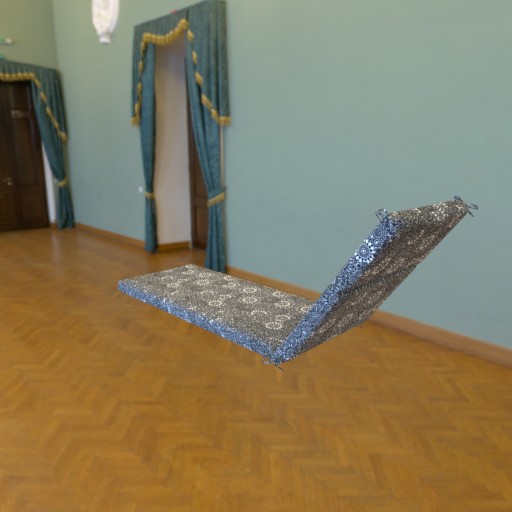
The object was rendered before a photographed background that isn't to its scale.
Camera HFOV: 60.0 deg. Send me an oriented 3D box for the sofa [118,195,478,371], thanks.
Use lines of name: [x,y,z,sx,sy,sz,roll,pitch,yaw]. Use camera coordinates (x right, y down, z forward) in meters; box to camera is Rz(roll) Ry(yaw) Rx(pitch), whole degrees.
sofa: [0.000,0.000,1.994,0.582,0.622,1.663,-13,19,-43]
